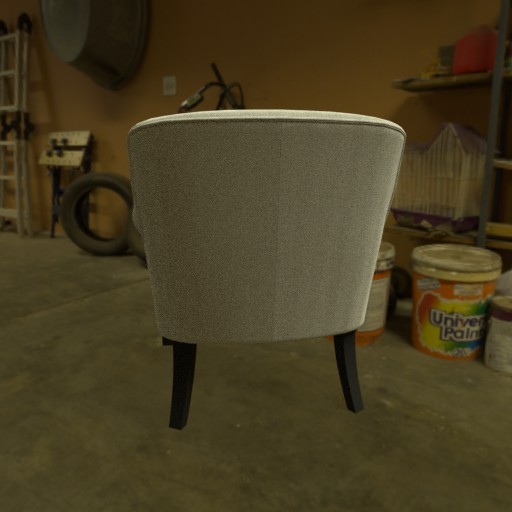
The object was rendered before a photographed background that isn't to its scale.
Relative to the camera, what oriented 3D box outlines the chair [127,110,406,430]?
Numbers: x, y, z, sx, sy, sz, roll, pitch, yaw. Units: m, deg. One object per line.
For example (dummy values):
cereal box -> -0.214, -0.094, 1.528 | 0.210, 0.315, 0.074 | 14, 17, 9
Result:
chair -> 0.000, 0.000, 1.480 | 0.781, 0.875, 0.750 | -2, 14, -9
